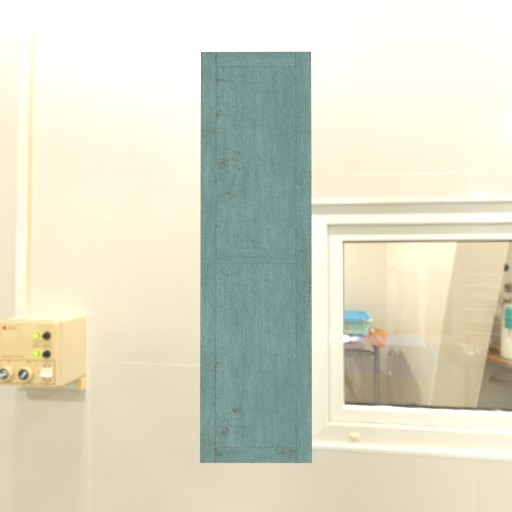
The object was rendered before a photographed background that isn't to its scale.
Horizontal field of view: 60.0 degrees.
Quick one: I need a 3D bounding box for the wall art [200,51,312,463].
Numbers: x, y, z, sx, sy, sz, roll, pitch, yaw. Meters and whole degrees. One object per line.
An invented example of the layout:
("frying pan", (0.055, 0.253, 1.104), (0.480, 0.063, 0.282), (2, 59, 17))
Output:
("wall art", (0.000, 0.000, 1.325), (0.329, 1.219, 0.025), (0, -1, 0))
